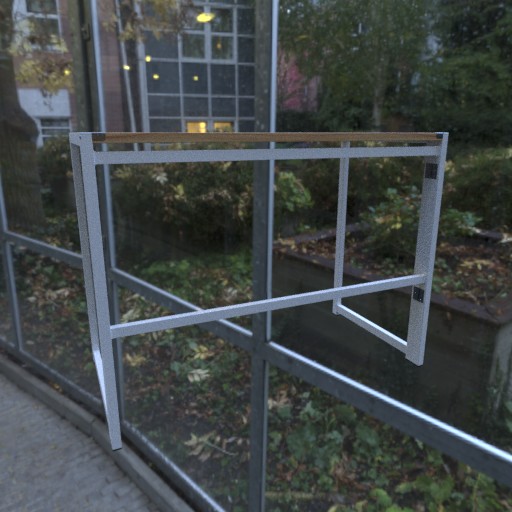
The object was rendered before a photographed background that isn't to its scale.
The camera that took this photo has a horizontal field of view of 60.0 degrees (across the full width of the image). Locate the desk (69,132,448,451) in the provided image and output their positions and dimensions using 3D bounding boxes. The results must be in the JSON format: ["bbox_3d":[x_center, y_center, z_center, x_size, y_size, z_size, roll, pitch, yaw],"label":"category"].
[{"bbox_3d":[0.000,0.000,1.421,1.016,0.762,0.508,-7,17,-24],"label":"desk"}]
